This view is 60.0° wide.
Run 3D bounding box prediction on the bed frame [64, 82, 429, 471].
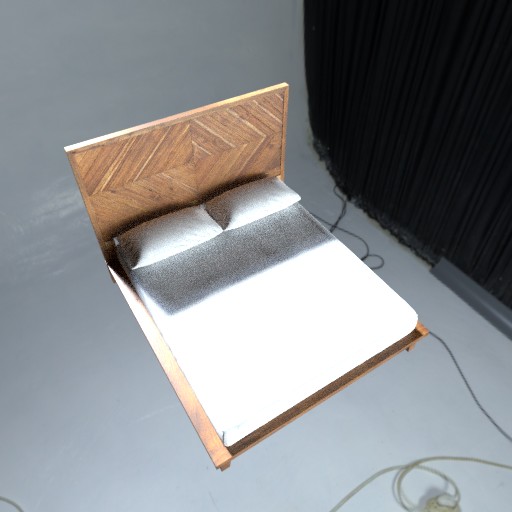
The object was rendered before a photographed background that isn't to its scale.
[{"bbox_3d":[0.000,0.000,3.639,2.038,1.537,2.235,-24,51,-21],"label":"bed frame"}]
